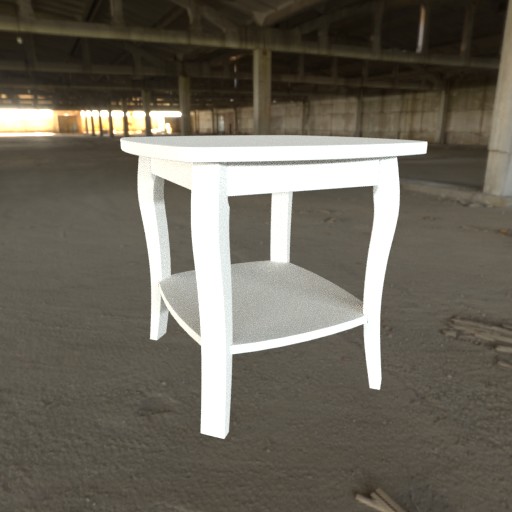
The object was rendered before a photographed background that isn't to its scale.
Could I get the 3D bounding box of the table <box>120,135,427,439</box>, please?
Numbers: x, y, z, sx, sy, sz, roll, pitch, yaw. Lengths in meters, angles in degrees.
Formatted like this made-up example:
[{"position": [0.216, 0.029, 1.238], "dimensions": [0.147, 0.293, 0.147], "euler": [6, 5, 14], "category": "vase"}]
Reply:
[{"position": [0.000, 0.000, 0.856], "dimensions": [0.451, 0.438, 0.502], "euler": [-8, 18, -24], "category": "table"}]
